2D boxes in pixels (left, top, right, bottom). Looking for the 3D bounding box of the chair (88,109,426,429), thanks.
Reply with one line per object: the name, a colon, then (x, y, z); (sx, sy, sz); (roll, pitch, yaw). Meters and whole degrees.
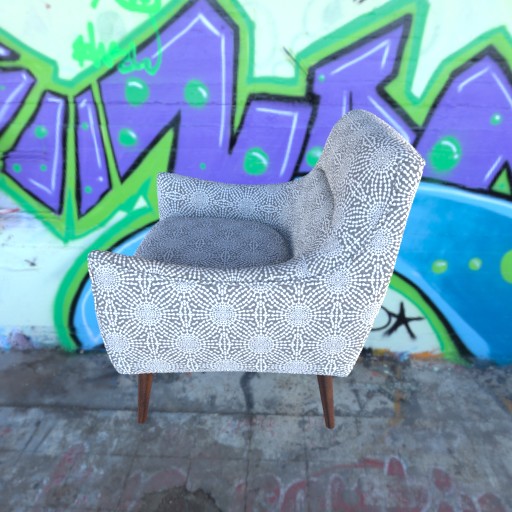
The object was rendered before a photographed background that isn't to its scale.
chair: (0.000, 0.000, 1.407); (0.787, 0.838, 0.762); (1, 27, 2)
